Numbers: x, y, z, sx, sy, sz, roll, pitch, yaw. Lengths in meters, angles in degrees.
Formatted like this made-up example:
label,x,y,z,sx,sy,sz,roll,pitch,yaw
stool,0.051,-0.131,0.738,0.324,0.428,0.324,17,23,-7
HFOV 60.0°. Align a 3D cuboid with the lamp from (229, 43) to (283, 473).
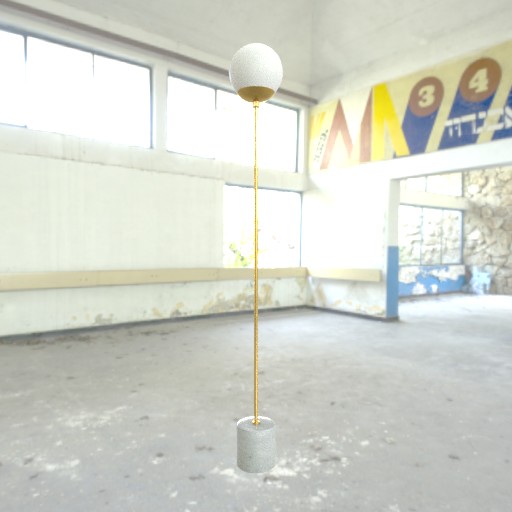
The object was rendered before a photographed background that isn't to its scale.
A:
label,x,y,z,sx,sy,sz,roll,pitch,yaw
lamp,0.000,0.000,1.858,0.224,1.753,0.224,0,1,-37
